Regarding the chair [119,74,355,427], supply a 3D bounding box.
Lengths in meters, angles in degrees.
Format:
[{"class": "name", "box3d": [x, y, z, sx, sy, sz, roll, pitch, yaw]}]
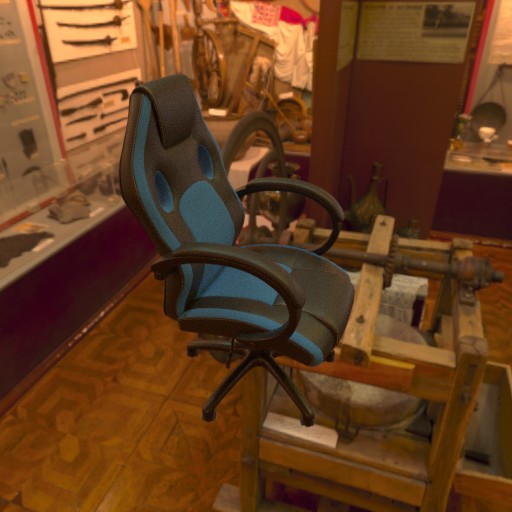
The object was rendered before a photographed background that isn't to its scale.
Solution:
[{"class": "chair", "box3d": [0.000, 0.000, 1.615, 0.724, 1.187, 0.673, 11, 32, 18]}]
